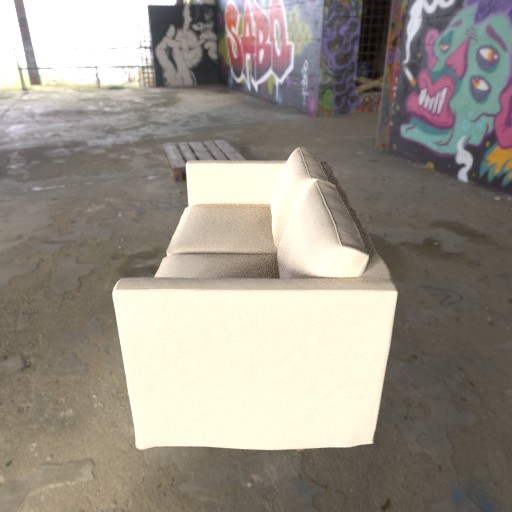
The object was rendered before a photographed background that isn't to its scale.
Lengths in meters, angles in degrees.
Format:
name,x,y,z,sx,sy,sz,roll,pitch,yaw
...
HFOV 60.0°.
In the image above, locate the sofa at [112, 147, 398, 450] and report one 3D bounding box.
name,x,y,z,sx,sy,sz,roll,pitch,yaw
sofa,0.000,0.000,2.325,0.962,0.834,1.746,0,26,0
